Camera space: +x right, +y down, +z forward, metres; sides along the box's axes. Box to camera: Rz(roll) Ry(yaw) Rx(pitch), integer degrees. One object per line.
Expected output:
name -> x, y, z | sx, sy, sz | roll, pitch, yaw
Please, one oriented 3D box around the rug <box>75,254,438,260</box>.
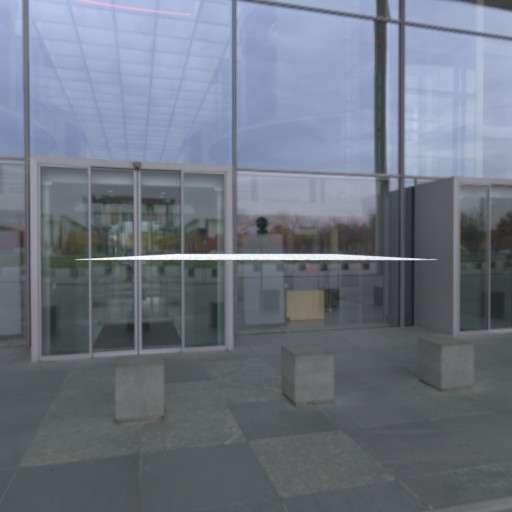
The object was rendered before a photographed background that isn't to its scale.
rug -> 0.000, 0.000, 3.074 | 1.524, 0.005, 2.439 | 0, 1, 0
